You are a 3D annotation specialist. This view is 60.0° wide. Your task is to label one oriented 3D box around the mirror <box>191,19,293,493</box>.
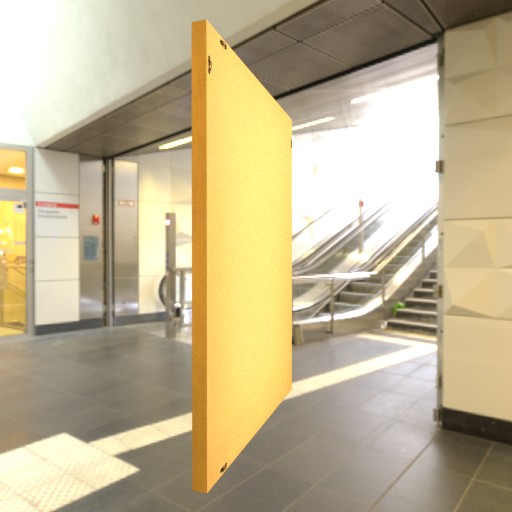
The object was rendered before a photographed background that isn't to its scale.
[{"bbox_3d":[0.000,0.000,1.316,0.040,1.016,0.762,0,1,18],"label":"mirror"}]
